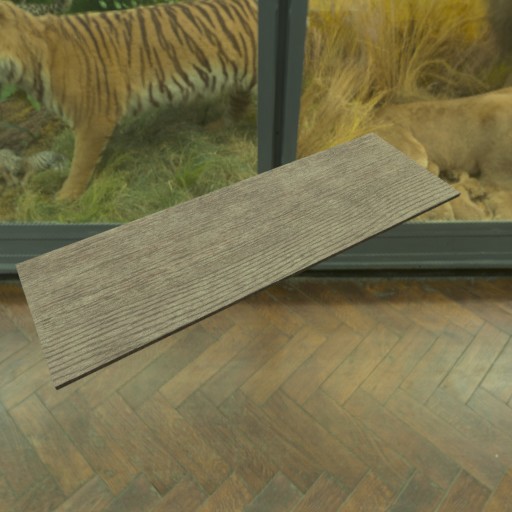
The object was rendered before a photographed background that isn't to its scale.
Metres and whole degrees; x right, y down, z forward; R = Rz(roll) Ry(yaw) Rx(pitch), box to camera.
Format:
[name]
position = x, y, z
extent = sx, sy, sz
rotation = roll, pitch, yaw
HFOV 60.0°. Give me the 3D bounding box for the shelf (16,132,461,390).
[shelf]
position = 0.000, 0.000, 0.671
extent = 0.610, 0.125, 0.200
rotation = -24, 52, -21
